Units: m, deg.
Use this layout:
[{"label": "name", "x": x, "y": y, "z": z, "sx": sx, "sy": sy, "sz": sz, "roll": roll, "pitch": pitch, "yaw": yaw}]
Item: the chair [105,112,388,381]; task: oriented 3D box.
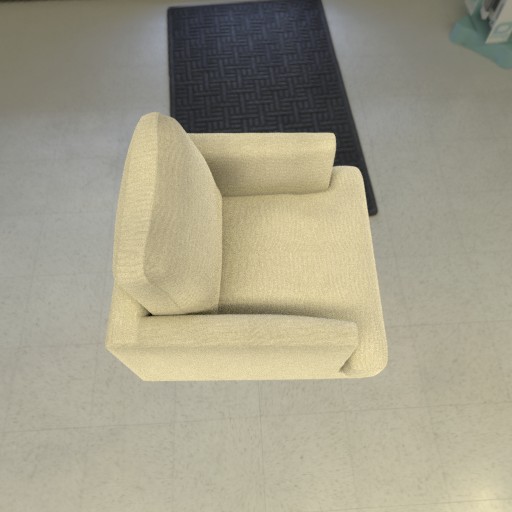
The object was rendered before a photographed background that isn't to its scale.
[{"label": "chair", "x": 0.000, "y": 0.000, "z": 1.667, "sx": 0.899, "sy": 0.957, "sz": 0.858, "roll": -1, "pitch": 63, "yaw": 0}]
